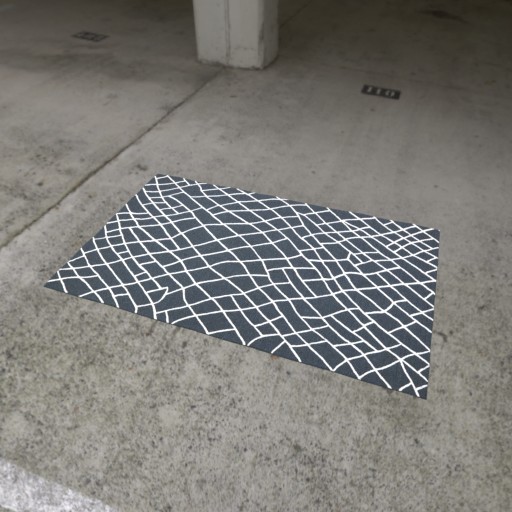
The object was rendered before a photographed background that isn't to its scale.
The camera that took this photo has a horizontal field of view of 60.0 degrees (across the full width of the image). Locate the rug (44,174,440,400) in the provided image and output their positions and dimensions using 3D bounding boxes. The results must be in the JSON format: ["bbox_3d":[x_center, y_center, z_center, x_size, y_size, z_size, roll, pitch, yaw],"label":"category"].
[{"bbox_3d":[0.000,0.000,3.161,2.448,0.017,1.529,13,43,15],"label":"rug"}]
